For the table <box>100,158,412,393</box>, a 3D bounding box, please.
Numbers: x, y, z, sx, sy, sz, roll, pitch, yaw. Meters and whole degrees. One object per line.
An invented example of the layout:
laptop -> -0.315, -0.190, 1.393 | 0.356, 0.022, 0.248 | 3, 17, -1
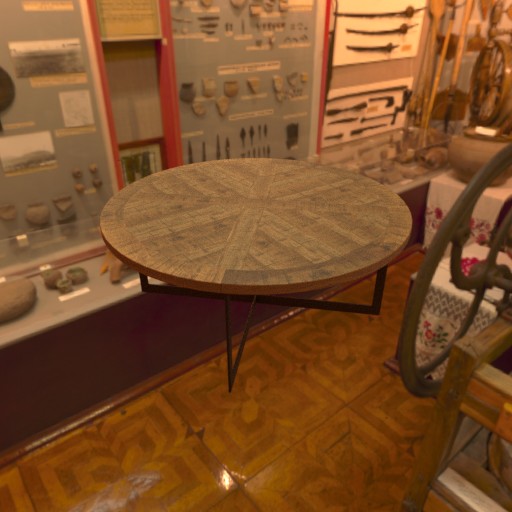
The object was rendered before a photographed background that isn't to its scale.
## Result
table -> 0.000, 0.000, 2.000 | 1.264, 0.516, 1.264 | 0, 30, 0
